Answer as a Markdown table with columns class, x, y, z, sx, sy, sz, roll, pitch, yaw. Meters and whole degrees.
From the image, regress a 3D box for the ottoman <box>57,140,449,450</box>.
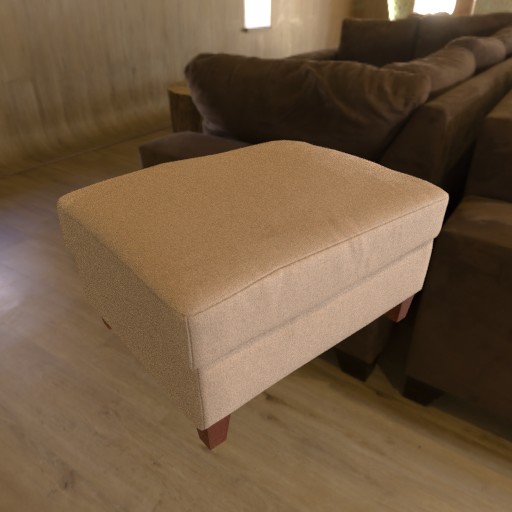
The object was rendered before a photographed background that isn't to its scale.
| class | x | y | z | sx | sy | sz | roll | pitch | yaw |
| --- | --- | --- | --- | --- | --- | --- | --- | --- | --- |
| ottoman | 0.000 | 0.000 | 1.324 | 0.902 | 0.511 | 0.692 | -23 | 37 | -34 |
